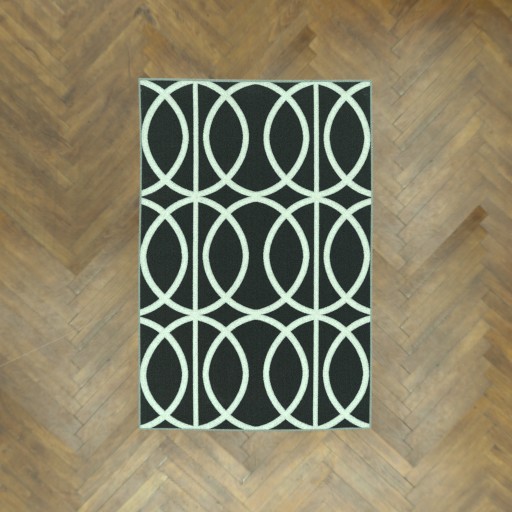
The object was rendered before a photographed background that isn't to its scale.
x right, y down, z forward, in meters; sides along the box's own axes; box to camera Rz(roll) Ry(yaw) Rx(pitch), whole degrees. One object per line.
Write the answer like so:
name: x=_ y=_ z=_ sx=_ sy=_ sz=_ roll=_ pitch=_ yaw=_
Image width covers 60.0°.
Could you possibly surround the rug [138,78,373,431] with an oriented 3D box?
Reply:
rug: x=0.000 y=0.000 z=2.881 sx=1.526 sy=0.014 sz=2.290 roll=0 pitch=91 yaw=-1
